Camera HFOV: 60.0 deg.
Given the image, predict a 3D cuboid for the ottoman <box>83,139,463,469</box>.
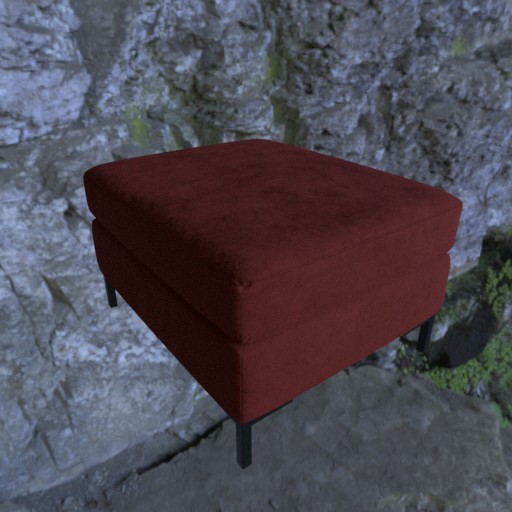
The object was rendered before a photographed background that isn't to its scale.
[{"bbox_3d":[0.000,0.000,1.194,0.650,0.462,0.782,-19,32,-32],"label":"ottoman"}]
